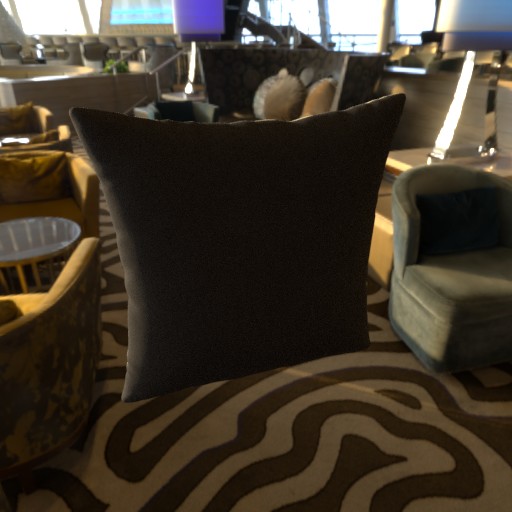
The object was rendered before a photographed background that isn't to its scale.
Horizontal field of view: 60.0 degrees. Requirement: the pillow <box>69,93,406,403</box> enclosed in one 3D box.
[{"bbox_3d":[0.000,0.000,0.757,0.511,0.509,0.161,-8,28,-17],"label":"pillow"}]
